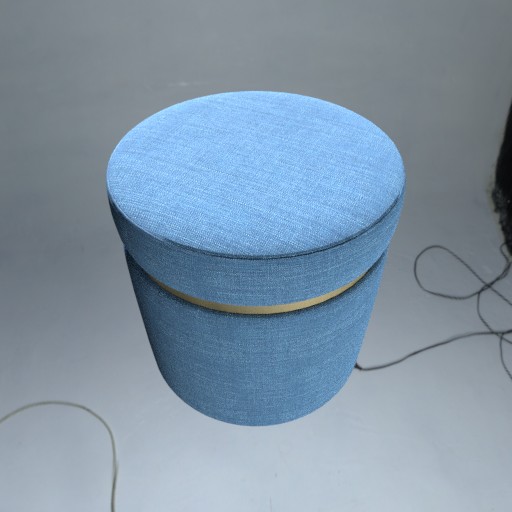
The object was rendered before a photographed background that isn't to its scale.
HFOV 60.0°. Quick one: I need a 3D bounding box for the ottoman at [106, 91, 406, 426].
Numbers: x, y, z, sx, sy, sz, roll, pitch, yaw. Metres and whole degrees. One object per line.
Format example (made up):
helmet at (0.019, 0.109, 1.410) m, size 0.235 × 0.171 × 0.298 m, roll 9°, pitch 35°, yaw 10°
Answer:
ottoman at (0.000, 0.000, 0.723) m, size 0.398 × 0.406 × 0.398 m, roll 0°, pitch 45°, yaw 0°
